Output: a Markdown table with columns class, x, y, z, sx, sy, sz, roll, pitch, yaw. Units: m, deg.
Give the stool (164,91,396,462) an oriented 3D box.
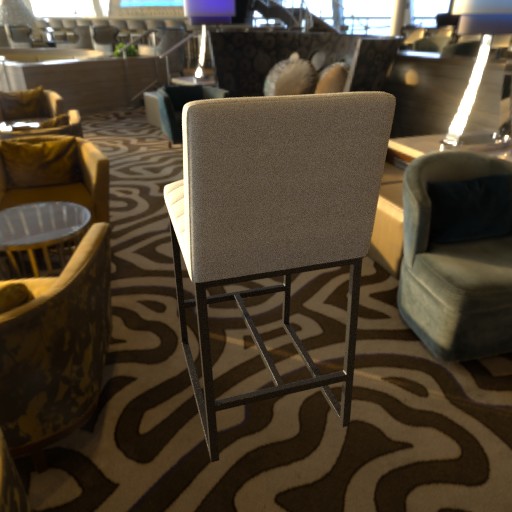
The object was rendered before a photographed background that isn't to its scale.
| class | x | y | z | sx | sy | sz | roll | pitch | yaw |
| --- | --- | --- | --- | --- | --- | --- | --- | --- | --- |
| stool | 0.000 | 0.000 | 1.305 | 0.459 | 0.971 | 0.567 | -8 | 29 | -15 |
